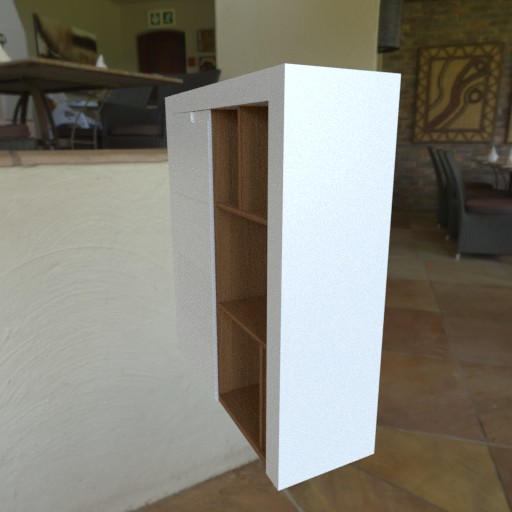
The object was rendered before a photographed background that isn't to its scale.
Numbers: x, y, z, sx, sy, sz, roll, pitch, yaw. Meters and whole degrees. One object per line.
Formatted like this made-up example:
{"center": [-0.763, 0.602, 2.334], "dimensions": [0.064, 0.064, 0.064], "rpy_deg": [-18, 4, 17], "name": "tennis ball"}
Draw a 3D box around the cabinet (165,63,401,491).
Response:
{"center": [0.000, 0.000, 1.616], "dimensions": [0.348, 1.150, 0.990], "rpy_deg": [-7, 17, -25], "name": "cabinet"}
